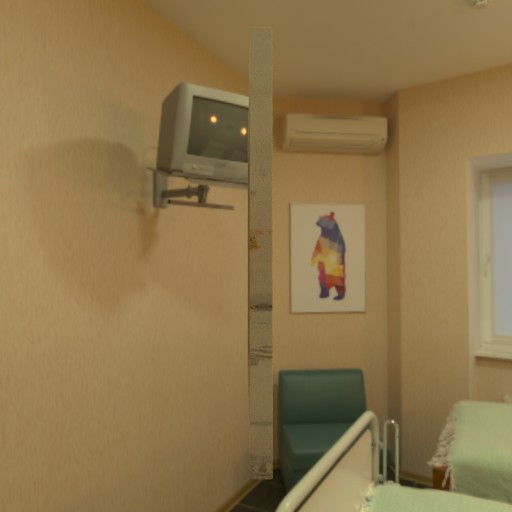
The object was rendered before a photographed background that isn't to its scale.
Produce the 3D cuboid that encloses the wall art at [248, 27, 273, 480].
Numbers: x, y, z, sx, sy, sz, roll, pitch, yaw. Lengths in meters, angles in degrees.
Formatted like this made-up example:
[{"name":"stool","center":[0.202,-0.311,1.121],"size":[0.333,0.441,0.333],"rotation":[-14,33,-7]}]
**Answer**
[{"name":"wall art","center":[0.000,0.000,1.115],"size":[0.038,0.755,0.753],"rotation":[0,-1,-1]}]
